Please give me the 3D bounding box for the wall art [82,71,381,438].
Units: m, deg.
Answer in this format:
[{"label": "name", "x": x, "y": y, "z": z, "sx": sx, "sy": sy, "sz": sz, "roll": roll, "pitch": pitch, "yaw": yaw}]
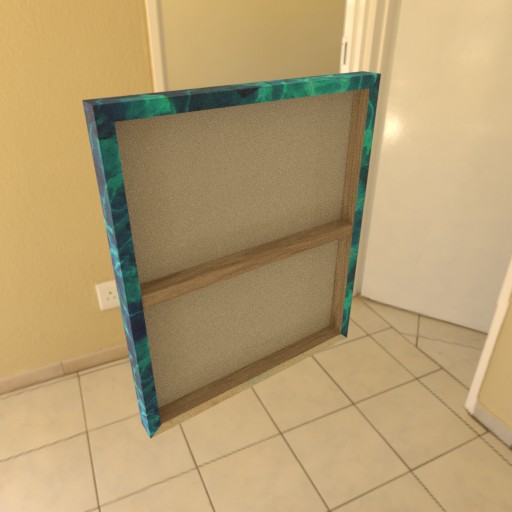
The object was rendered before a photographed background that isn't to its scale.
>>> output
[{"label": "wall art", "x": 0.000, "y": 0.000, "z": 0.697, "sx": 0.432, "sy": 0.508, "sz": 0.038, "roll": -19, "pitch": 34, "yaw": -30}]
